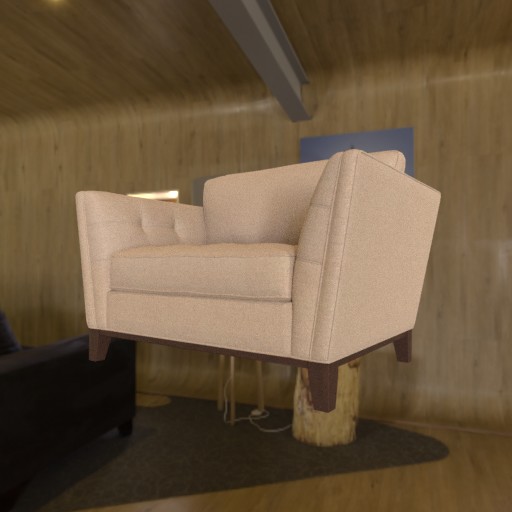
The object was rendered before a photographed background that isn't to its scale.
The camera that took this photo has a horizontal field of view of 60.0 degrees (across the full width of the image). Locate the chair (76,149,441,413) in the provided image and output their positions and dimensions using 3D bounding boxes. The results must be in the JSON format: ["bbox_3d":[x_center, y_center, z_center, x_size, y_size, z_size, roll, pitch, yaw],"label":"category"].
[{"bbox_3d":[0.000,0.000,2.036,1.397,0.940,0.965,0,-1,36],"label":"chair"}]
